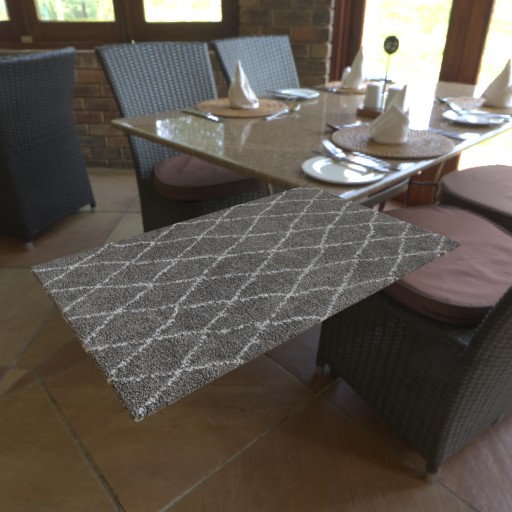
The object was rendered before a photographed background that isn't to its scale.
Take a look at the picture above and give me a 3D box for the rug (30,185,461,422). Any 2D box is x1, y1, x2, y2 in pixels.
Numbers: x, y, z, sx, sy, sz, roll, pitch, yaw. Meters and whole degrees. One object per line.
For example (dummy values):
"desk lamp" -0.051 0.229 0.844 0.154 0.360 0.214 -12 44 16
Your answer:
"rug" 0.000 0.000 2.934 2.438 0.030 1.524 -21 35 -33
